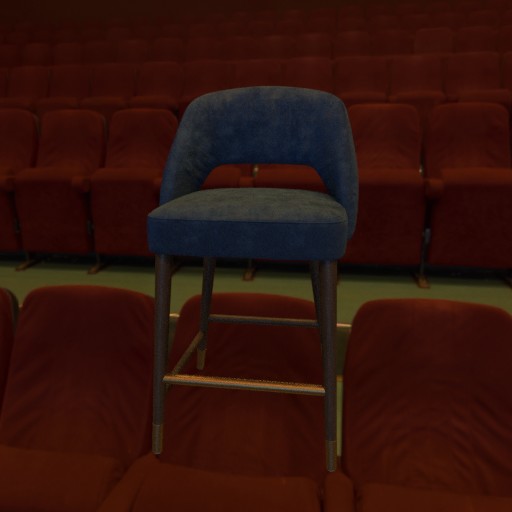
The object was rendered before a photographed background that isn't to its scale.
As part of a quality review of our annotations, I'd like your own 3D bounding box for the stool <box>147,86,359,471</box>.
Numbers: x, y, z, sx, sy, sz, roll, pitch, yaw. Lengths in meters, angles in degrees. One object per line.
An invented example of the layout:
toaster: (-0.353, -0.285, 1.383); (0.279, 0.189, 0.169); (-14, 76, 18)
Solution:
stool: (0.000, 0.000, 1.224); (0.536, 0.925, 0.524); (2, 16, 8)
